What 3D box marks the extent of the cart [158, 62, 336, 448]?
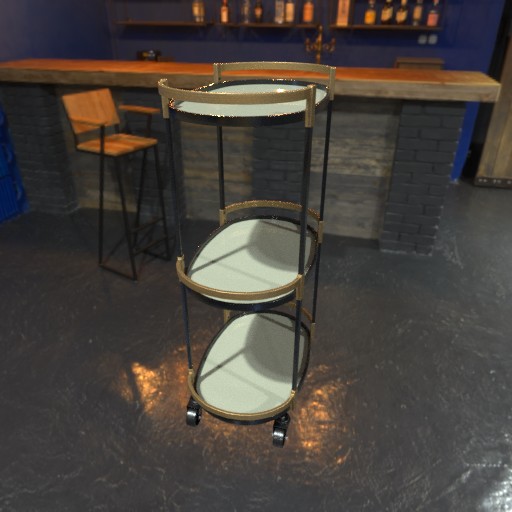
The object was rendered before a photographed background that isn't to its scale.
[{"bbox_3d":[0.000,0.000,1.151,0.311,0.885,0.515,8,30,14],"label":"cart"}]
